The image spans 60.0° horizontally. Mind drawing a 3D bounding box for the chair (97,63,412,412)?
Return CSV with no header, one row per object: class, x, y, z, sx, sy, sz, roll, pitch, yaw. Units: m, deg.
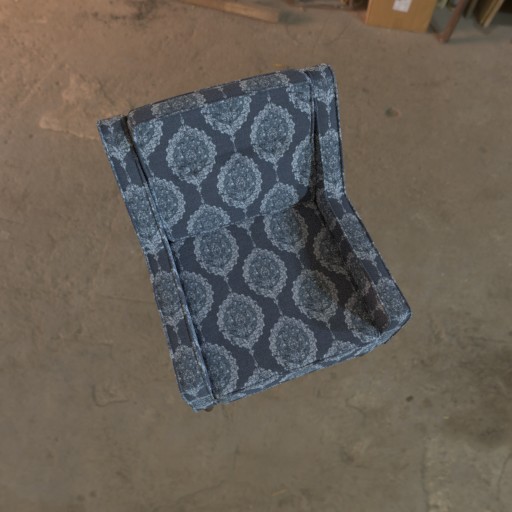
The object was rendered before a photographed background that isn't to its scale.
chair,0.000,0.000,1.361,0.663,0.792,0.743,-17,65,-8
